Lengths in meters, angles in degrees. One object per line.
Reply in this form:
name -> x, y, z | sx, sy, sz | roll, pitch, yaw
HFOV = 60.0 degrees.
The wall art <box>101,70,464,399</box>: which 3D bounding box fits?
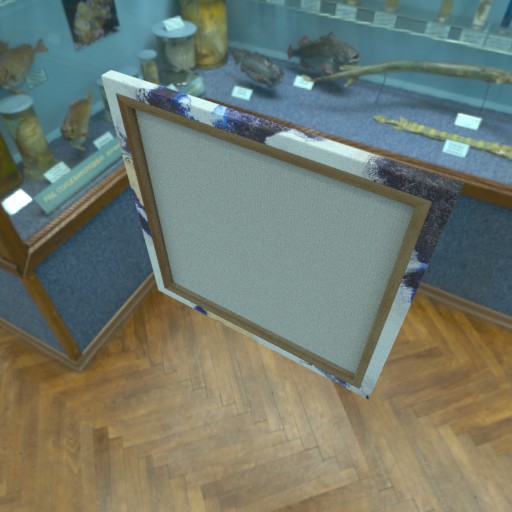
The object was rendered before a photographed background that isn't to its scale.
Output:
wall art -> 0.000, 0.000, 1.299 | 0.887, 0.885, 0.038 | 24, 52, 20
